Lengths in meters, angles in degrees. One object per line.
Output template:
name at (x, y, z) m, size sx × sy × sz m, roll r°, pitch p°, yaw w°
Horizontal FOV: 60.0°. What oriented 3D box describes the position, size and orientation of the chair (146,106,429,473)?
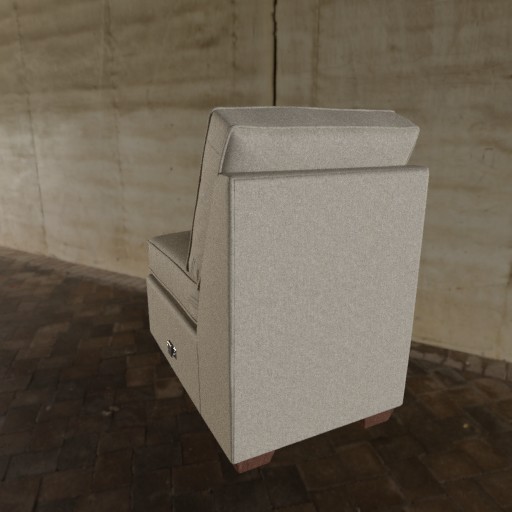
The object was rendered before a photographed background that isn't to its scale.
chair at (0.000, 0.000, 1.710) m, size 0.674 × 1.058 × 1.020 m, roll -8°, pitch 17°, yaw -25°
